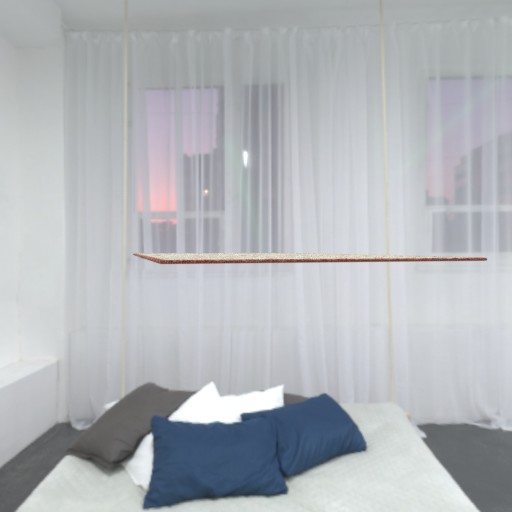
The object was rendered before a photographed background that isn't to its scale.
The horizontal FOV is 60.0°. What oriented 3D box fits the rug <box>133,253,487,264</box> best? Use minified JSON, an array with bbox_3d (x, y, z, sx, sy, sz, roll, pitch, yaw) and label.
[{"bbox_3d":[0.000,0.000,3.022,1.524,0.015,2.438,0,1,-18],"label":"rug"}]
